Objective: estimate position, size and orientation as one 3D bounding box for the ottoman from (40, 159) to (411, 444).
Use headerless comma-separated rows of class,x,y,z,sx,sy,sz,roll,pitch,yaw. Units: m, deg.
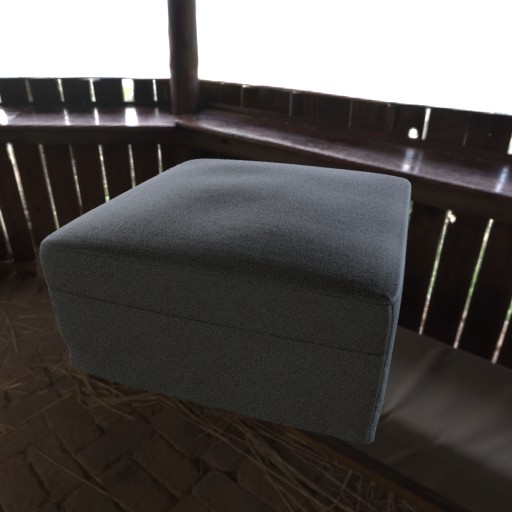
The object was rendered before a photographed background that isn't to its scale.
ottoman,0.000,0.000,1.336,0.842,0.441,0.843,9,28,17
